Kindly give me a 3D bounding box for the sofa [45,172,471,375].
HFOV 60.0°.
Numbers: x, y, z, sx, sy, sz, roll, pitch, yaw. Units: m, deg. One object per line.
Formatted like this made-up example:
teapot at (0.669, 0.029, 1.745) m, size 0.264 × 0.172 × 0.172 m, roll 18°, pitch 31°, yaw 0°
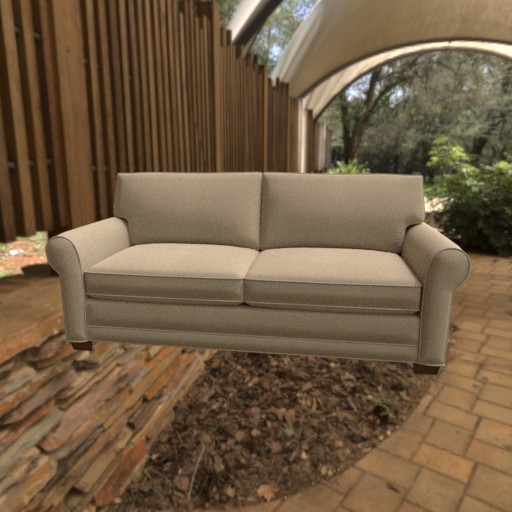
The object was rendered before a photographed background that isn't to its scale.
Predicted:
sofa at (0.000, 0.000, 2.638) m, size 2.146 × 0.962 × 0.901 m, roll 2°, pitch 13°, yaw 8°
